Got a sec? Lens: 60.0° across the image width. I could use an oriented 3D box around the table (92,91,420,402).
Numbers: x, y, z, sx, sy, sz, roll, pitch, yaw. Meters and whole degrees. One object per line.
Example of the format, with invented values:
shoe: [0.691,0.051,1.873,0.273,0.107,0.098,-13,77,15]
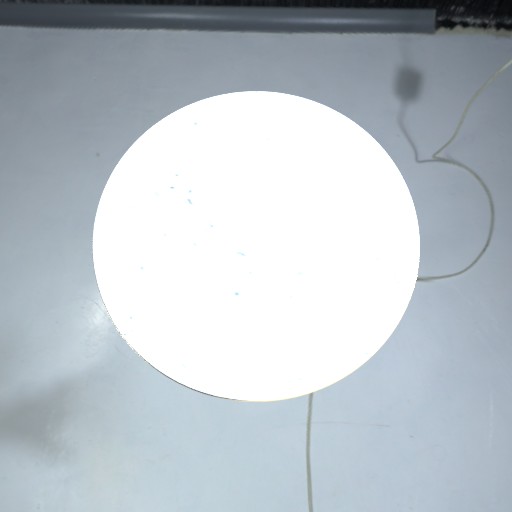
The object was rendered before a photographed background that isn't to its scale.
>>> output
table: [0.000,0.000,1.297,0.800,0.450,0.800,0,73,0]
